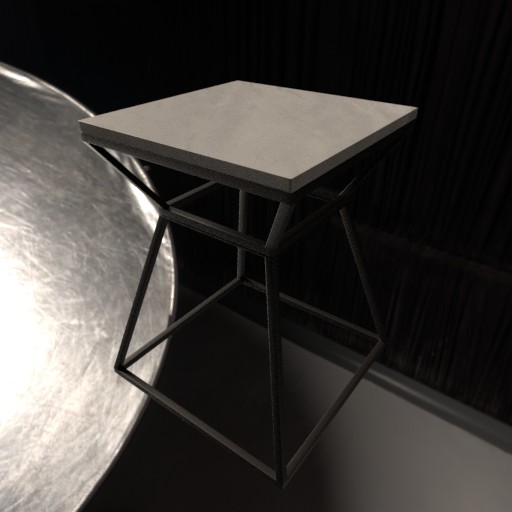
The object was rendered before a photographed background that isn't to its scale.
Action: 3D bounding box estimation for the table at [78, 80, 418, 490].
[{"bbox_3d":[0.000,0.000,0.886,0.455,0.559,0.455,22,38,31],"label":"table"}]
